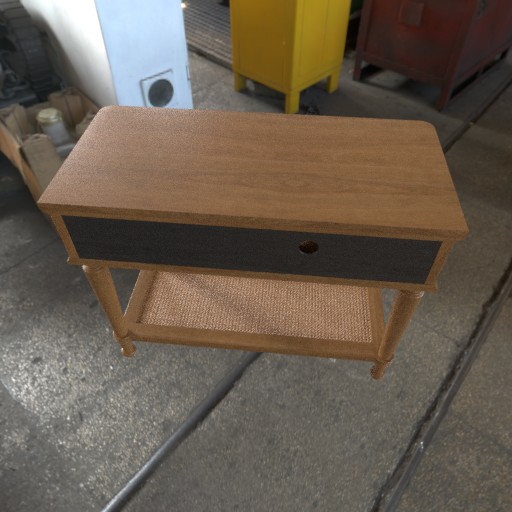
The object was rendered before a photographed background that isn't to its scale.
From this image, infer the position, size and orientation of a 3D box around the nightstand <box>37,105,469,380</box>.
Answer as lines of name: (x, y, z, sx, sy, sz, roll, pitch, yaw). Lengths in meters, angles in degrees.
nightstand: (0.000, 0.000, 1.333, 0.914, 0.700, 0.432, 4, 47, 4)
